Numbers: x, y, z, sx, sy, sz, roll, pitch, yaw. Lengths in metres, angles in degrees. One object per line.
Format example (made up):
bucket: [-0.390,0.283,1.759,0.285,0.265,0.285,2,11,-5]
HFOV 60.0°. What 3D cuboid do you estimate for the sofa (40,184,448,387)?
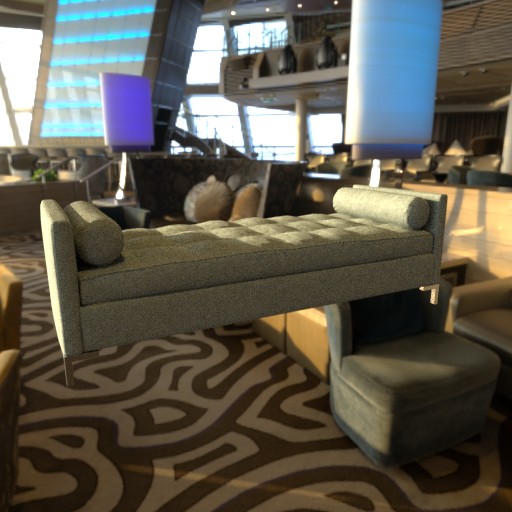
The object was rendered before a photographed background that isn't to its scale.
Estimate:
sofa: [0.000,0.000,2.465,2.102,0.657,0.797,-7,16,-27]
